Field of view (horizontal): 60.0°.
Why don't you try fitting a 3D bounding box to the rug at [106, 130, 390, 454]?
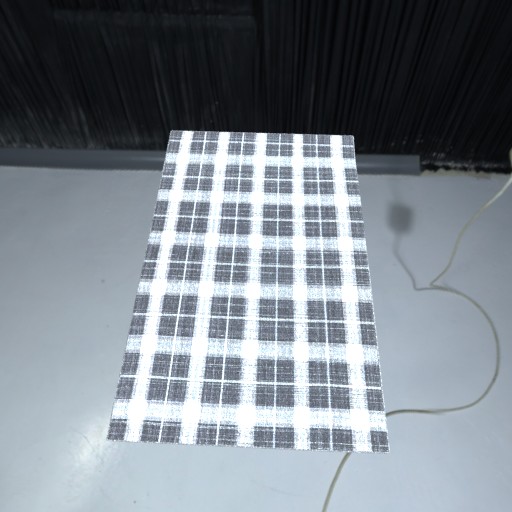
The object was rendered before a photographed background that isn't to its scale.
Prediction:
[{"bbox_3d":[0.000,0.000,3.019,1.520,0.015,2.434,2,57,1],"label":"rug"}]
